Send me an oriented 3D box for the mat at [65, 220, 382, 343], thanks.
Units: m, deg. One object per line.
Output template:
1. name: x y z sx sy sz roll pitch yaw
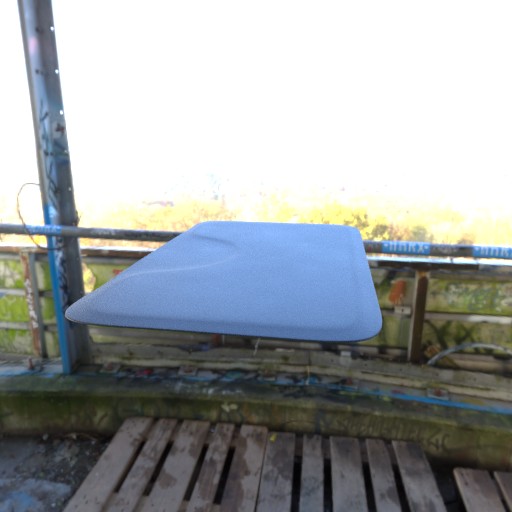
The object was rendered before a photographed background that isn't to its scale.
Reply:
1. mat: 0.000 0.000 1.870 0.918 0.013 1.524 3 16 9
